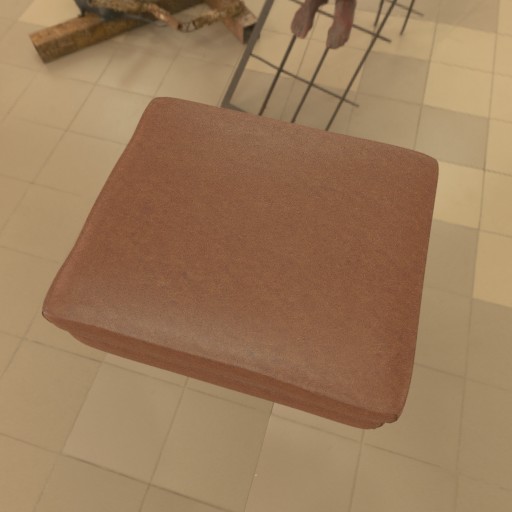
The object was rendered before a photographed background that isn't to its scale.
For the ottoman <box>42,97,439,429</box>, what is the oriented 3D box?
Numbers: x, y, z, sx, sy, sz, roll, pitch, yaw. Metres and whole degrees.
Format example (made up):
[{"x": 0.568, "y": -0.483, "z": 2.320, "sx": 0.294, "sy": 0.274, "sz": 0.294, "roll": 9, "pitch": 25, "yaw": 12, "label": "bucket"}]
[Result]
[{"x": 0.000, "y": 0.000, "z": 1.442, "sx": 0.987, "sy": 0.472, "sz": 0.836, "roll": 15, "pitch": 65, "yaw": 7, "label": "ottoman"}]
